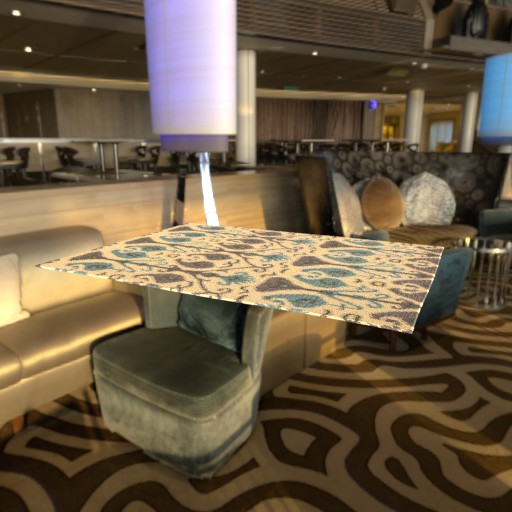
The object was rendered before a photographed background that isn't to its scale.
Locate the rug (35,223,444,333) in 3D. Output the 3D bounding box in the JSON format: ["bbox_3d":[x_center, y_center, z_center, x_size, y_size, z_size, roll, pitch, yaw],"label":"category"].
[{"bbox_3d":[0.000,0.000,3.012,2.261,0.013,1.676,7,16,25],"label":"rug"}]
